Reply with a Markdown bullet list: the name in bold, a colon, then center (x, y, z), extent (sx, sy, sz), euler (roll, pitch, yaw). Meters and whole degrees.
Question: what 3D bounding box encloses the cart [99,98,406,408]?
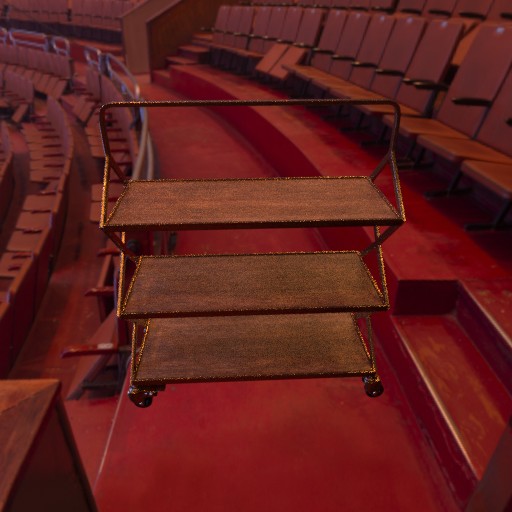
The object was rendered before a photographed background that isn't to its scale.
- **cart**: center (0.000, 0.000, 1.198), extent (0.723, 0.805, 0.313), euler (-1, 29, -3)
